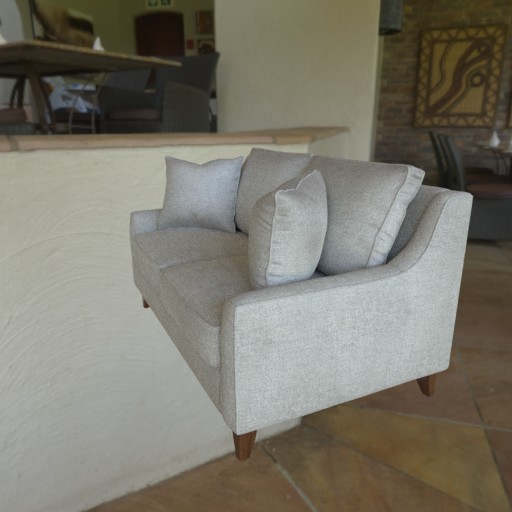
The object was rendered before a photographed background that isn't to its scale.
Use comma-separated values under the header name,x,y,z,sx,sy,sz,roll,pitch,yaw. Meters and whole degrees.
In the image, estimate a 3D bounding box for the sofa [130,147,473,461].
name,x,y,z,sx,sy,sz,roll,pitch,yaw
sofa,0.000,0.000,1.959,0.915,0.863,1.422,-8,19,-25
